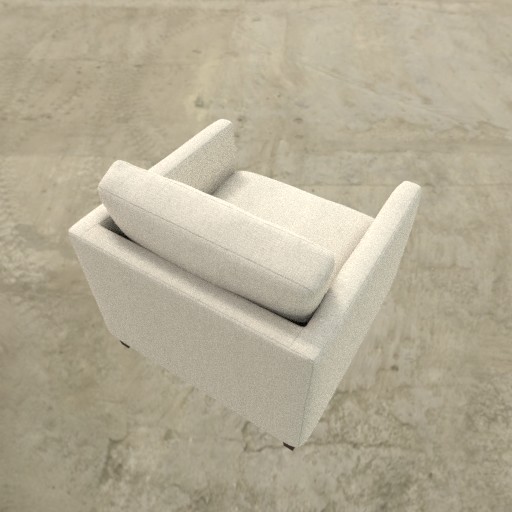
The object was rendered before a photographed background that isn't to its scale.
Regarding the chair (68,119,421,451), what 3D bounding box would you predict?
[{"bbox_3d":[0.000,0.000,1.804,0.996,0.919,0.959,25,51,22],"label":"chair"}]
